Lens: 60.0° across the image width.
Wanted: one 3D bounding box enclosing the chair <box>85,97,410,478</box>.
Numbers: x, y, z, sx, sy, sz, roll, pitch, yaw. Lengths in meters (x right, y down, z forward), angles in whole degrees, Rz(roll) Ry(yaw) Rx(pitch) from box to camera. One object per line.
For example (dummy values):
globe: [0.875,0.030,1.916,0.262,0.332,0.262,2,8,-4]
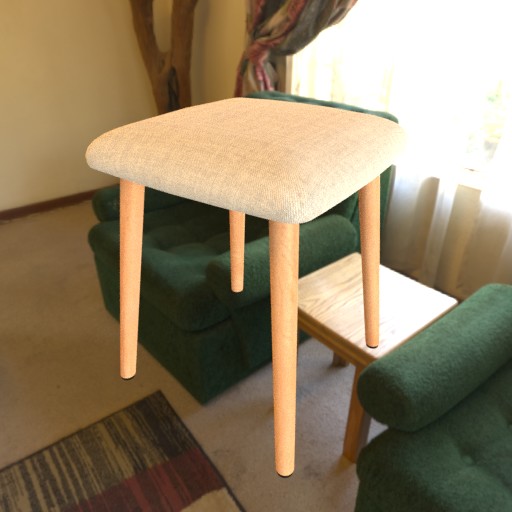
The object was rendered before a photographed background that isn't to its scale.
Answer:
chair: [0.000,0.000,0.702,0.350,0.440,0.350,19,35,30]
